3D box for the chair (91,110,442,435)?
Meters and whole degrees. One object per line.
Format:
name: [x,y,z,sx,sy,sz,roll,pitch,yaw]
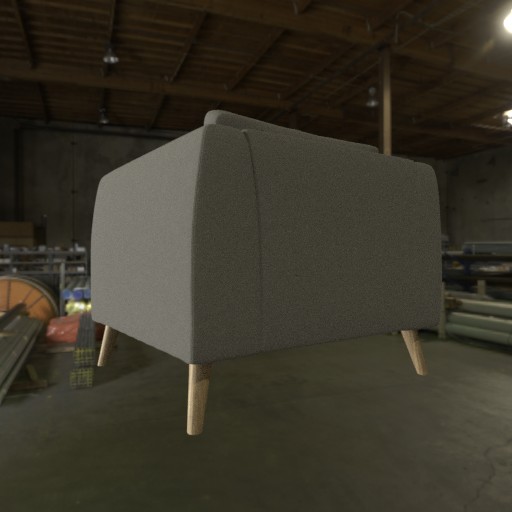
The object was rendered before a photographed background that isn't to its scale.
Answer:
chair: [0.000,0.000,1.679,1.000,0.860,0.930,0,1,-35]
